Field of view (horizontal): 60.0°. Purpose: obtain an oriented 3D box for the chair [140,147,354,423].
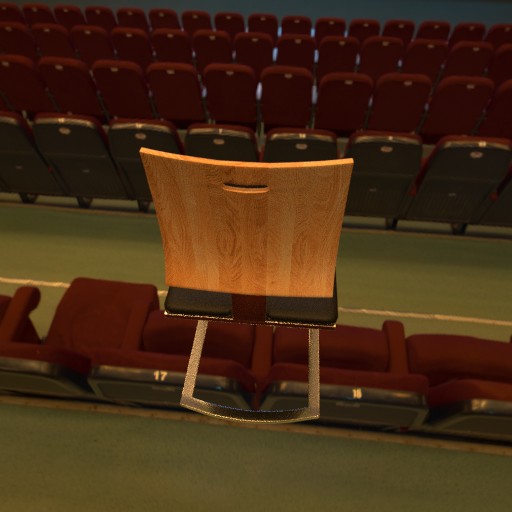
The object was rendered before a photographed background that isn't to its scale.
[{"bbox_3d":[0.000,0.000,1.260,0.462,0.936,0.560,4,46,4],"label":"chair"}]
